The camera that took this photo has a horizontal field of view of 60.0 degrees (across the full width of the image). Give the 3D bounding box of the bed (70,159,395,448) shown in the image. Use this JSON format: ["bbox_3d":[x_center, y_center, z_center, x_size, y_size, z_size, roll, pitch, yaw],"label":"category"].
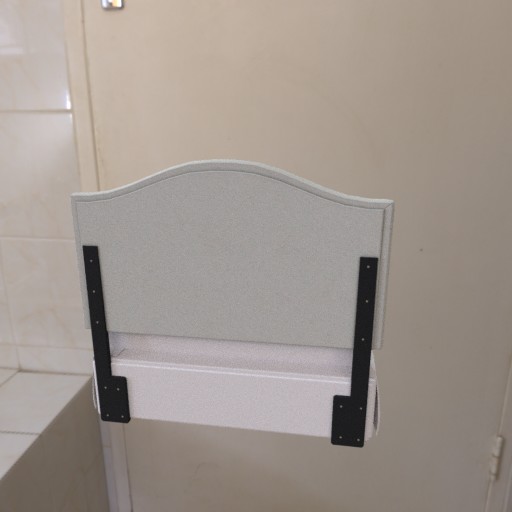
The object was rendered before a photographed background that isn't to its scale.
[{"bbox_3d":[0.000,0.000,3.473,1.813,1.607,2.180,2,16,8],"label":"bed"}]
